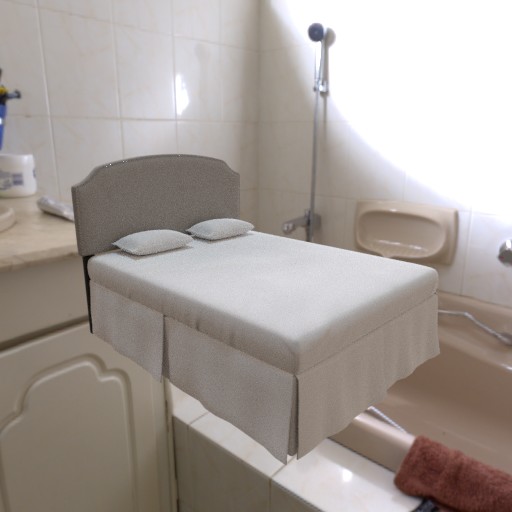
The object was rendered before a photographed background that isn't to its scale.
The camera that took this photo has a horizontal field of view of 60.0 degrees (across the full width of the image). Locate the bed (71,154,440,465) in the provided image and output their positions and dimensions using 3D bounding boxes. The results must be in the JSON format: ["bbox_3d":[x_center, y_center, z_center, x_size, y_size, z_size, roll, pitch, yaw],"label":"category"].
[{"bbox_3d":[0.000,0.000,2.946,1.999,1.270,1.558,14,21,42],"label":"bed"}]
